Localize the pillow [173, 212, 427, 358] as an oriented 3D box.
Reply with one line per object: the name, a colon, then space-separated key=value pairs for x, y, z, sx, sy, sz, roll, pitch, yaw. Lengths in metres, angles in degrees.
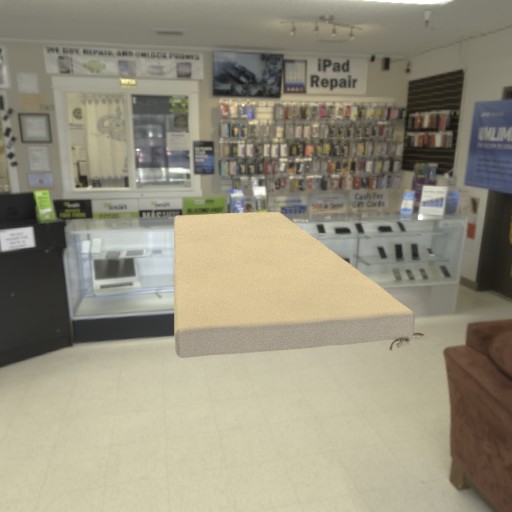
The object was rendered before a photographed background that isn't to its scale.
pillow: x=0.000 y=0.000 z=1.350 sx=0.492 sy=0.081 sz=1.187 roll=-3 pitch=16 yaw=-10
